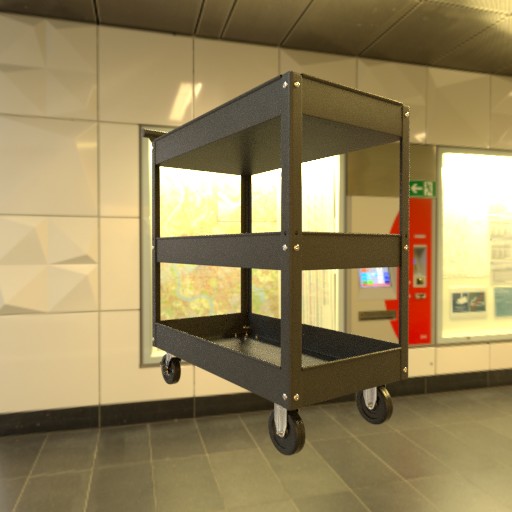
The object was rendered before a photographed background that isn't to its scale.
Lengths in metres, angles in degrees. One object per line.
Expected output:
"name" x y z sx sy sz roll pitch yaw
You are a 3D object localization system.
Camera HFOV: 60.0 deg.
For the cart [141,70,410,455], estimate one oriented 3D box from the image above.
"cart" 0.000 0.000 1.195 0.366 0.780 0.719 -1 1 -35
